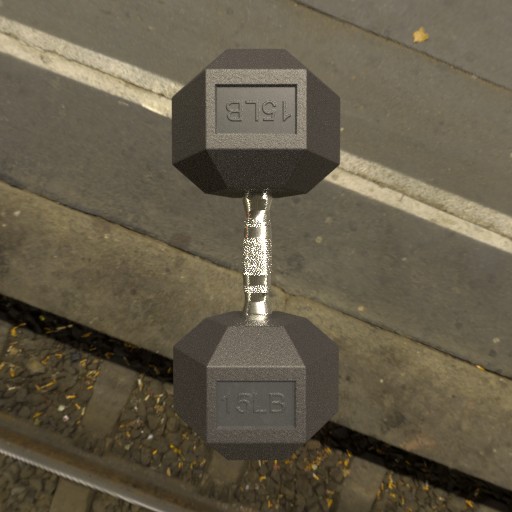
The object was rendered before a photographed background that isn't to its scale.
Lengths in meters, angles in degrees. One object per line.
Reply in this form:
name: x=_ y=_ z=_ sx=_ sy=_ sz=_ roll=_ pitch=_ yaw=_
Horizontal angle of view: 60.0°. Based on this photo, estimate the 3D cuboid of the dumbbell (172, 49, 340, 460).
dumbbell: x=0.000 y=0.000 z=0.324 sx=0.122 sy=0.106 sz=0.271 roll=0 pitch=92 yaw=0
